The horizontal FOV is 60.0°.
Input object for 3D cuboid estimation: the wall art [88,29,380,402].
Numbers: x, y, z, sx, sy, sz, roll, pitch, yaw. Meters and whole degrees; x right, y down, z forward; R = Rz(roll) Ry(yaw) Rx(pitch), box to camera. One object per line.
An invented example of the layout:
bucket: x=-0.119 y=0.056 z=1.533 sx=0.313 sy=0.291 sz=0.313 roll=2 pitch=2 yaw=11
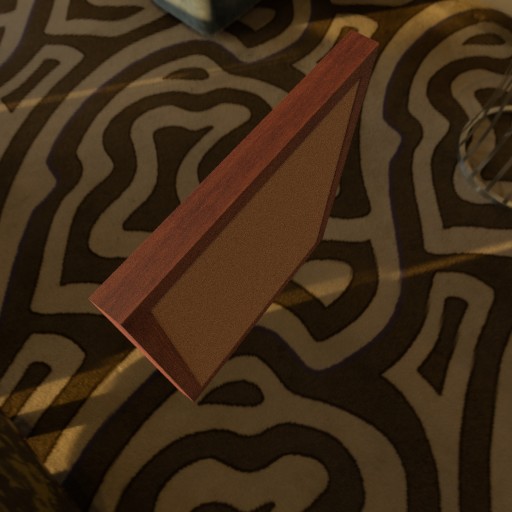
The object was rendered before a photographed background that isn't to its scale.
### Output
wall art: x=0.000 y=0.000 z=0.520 sx=0.030 sy=0.381 sz=0.330 roll=34 pitch=69 yaw=15
